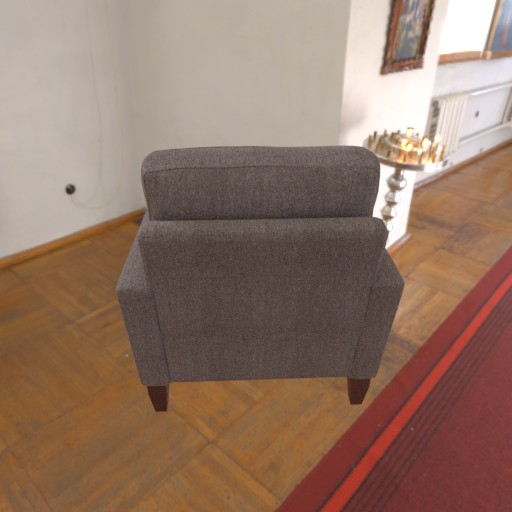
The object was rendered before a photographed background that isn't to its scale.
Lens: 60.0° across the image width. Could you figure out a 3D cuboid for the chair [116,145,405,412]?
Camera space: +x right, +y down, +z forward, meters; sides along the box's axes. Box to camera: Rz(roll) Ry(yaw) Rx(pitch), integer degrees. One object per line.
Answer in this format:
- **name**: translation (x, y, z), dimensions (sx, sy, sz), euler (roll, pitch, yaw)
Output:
- **chair**: translation (0.000, 0.000, 1.698), dimensions (0.855, 0.993, 0.897), euler (-1, 30, -2)
